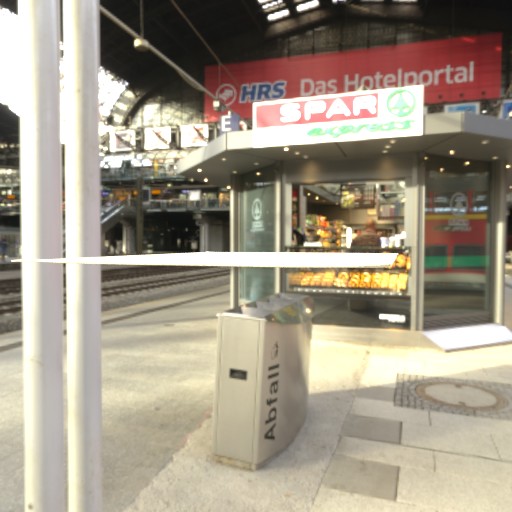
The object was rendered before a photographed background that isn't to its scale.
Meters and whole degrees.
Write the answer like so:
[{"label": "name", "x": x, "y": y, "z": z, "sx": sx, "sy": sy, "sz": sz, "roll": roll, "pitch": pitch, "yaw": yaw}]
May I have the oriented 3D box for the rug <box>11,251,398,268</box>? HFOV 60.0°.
[{"label": "rug", "x": 0.000, "y": 0.000, "z": 3.777, "sx": 2.277, "sy": 0.035, "sz": 2.897, "roll": 1, "pitch": 2, "yaw": 18}]
